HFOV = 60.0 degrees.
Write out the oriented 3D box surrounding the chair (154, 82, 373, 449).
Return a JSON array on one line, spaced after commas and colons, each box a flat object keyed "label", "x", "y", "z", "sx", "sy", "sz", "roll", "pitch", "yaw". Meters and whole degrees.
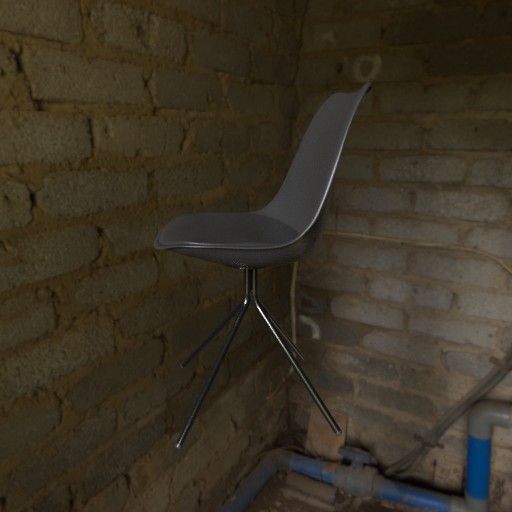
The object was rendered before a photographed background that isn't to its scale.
[{"label": "chair", "x": 0.000, "y": 0.000, "z": 1.183, "sx": 0.525, "sy": 0.850, "sz": 0.461, "roll": -2, "pitch": 15, "yaw": -7}]
